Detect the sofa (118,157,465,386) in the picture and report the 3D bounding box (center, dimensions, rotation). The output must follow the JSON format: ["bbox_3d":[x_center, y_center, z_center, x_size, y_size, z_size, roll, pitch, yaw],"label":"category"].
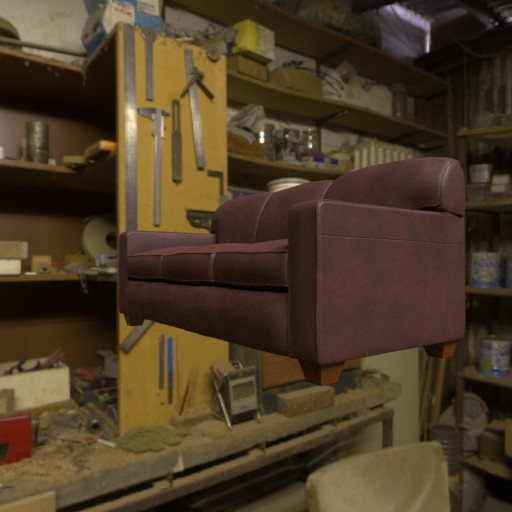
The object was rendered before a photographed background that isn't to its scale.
[{"bbox_3d":[0.000,0.000,2.585,1.008,0.953,2.039,1,-1,-36],"label":"sofa"}]
